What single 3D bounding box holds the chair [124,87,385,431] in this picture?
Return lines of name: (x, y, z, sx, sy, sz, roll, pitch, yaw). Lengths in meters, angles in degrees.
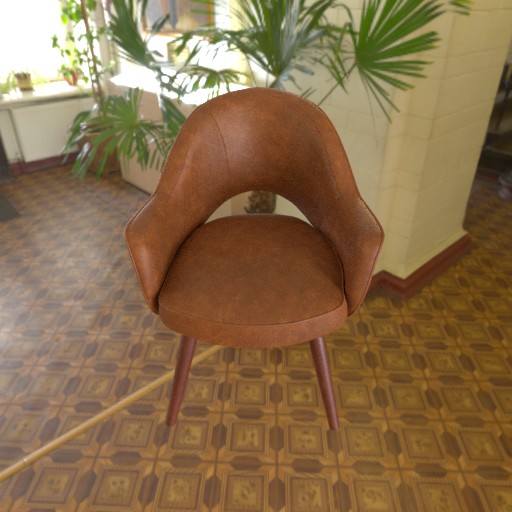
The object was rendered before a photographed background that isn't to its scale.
chair: (0.000, 0.000, 1.232, 0.591, 0.777, 0.640, 1, 31, 1)
